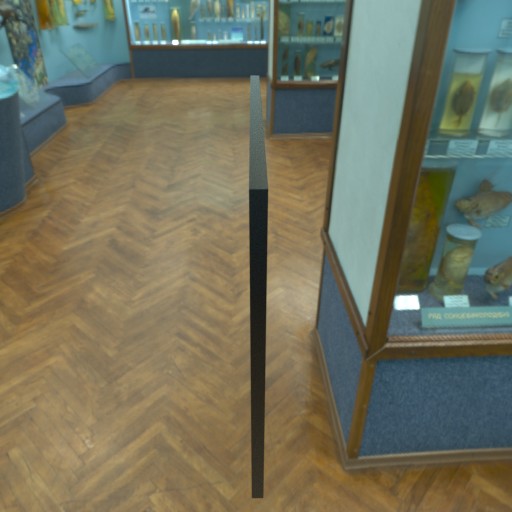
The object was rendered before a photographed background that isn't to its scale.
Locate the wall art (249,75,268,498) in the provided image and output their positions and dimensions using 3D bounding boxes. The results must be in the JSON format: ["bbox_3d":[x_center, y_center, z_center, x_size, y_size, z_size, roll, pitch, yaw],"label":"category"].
[{"bbox_3d":[0.000,0.000,0.517,0.012,0.332,0.383,0,32,0],"label":"wall art"}]
